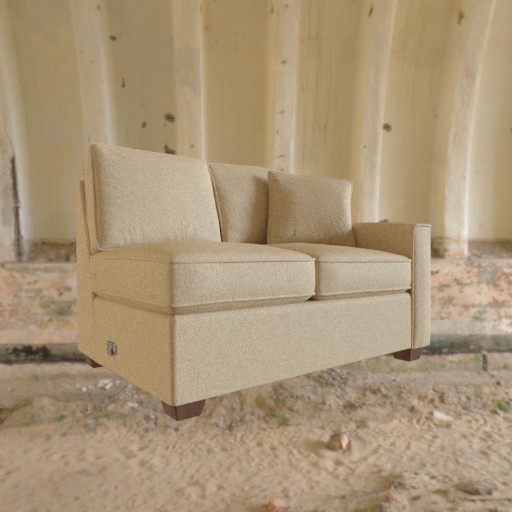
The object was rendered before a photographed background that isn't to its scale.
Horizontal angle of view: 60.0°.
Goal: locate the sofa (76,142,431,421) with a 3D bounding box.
[{"bbox_3d":[0.000,0.000,2.058,1.388,0.989,0.991,-1,1,-37],"label":"sofa"}]
